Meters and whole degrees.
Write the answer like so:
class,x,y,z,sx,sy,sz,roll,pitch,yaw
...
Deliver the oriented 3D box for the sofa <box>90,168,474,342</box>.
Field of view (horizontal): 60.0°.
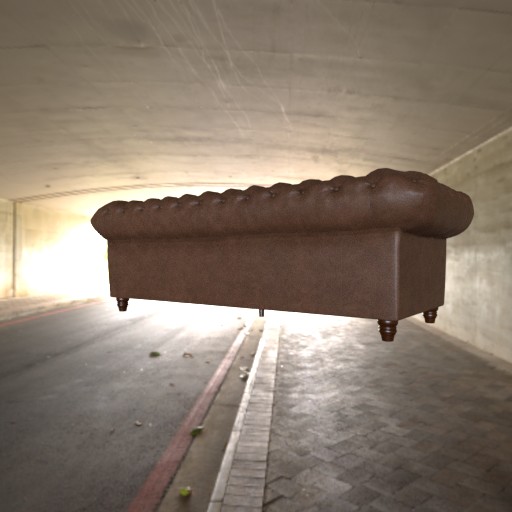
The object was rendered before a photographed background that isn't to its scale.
class,x,y,z,sx,sy,sz,roll,pitch,yaw
sofa,0.000,0.000,2.813,2.385,0.783,0.944,0,0,36
